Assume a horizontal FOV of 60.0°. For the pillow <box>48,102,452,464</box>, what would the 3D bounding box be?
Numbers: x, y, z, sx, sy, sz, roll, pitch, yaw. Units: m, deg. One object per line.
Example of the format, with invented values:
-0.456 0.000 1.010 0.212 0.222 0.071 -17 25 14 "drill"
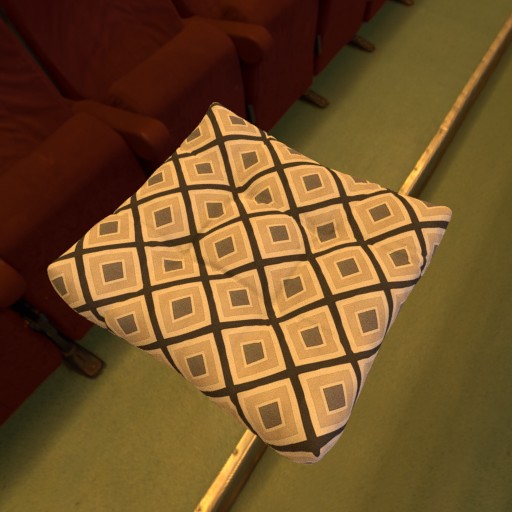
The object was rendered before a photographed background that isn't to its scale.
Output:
0.000 0.000 0.729 0.490 0.128 0.468 29 63 17 "pillow"
